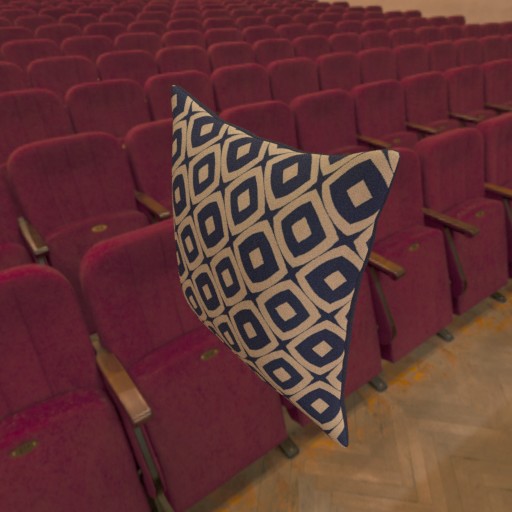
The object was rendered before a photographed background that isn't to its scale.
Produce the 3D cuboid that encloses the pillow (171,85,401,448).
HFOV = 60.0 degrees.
[{"bbox_3d":[0.000,0.000,0.764,0.188,0.494,0.504,-21,37,-31],"label":"pillow"}]
